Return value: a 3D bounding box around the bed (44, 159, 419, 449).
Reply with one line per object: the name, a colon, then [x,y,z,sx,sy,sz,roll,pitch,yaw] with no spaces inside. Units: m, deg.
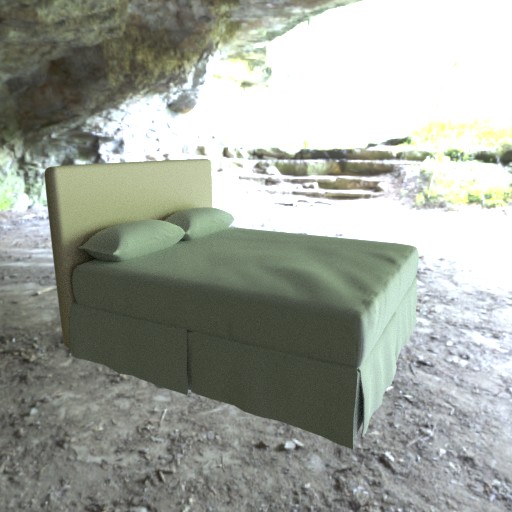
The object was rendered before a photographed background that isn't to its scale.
bed: [0.000,0.000,3.254,2.142,1.330,1.884,7,16,27]
